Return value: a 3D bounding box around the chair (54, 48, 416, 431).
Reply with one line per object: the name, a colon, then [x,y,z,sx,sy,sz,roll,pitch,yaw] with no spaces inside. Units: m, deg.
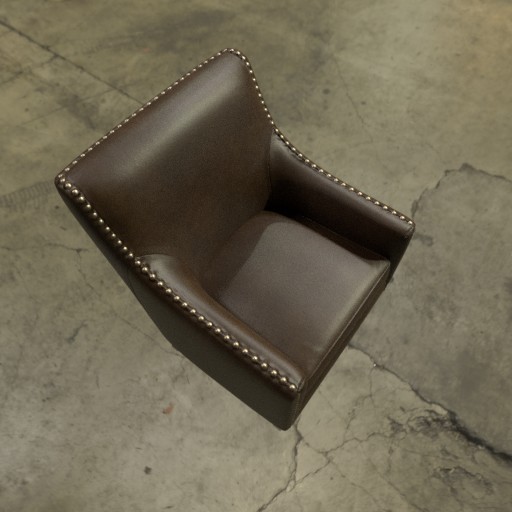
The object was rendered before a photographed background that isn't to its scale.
chair: [0.000,0.000,1.331,0.704,0.813,0.639,33,64,18]
